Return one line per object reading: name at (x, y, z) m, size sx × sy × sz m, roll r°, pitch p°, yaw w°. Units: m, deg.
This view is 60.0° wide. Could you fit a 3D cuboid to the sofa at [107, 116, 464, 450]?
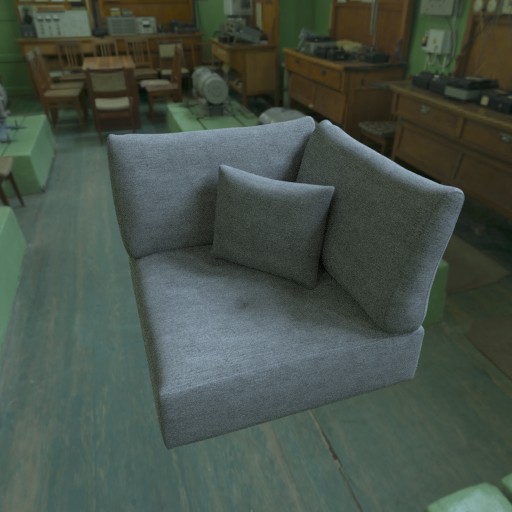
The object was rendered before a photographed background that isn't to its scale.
sofa at (0.000, 0.000, 1.767) m, size 1.000 × 0.820 × 1.000 m, roll -10°, pitch 32°, yaw -16°
